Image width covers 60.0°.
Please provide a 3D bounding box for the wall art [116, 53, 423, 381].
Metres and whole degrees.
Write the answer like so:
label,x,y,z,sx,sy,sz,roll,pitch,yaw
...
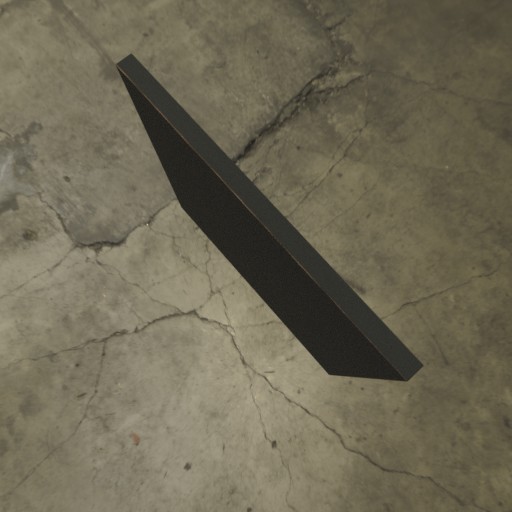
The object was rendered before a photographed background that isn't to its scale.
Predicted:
label,x,y,z,sx,sy,sz,roll,pitch,yaw
wall art,0.000,0.000,1.134,0.038,0.762,0.762,-40,79,-9
